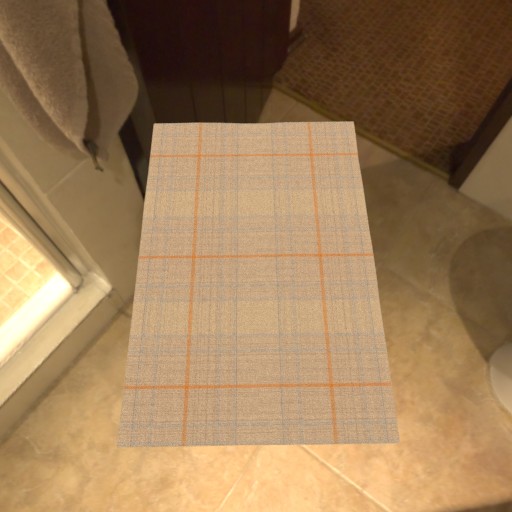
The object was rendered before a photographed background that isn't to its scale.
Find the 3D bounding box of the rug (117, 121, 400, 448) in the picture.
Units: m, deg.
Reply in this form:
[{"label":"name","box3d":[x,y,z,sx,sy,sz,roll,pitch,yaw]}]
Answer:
[{"label":"rug","box3d":[0.000,0.000,2.318,1.232,0.015,1.825,-1,64,0]}]
